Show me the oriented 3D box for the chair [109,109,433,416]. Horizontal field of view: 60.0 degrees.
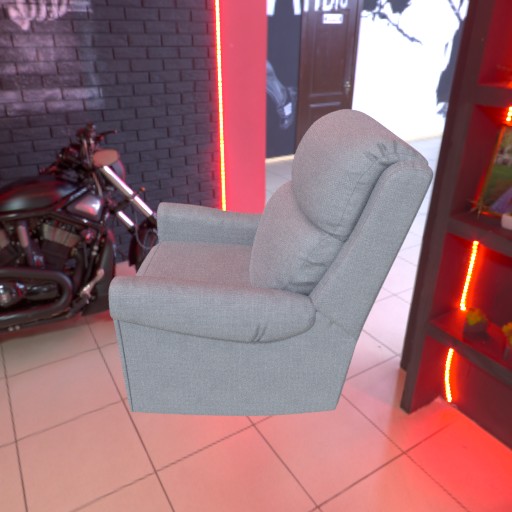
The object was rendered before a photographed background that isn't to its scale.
[{"bbox_3d":[0.000,0.000,1.756,1.014,1.054,0.838,0,26,1],"label":"chair"}]
